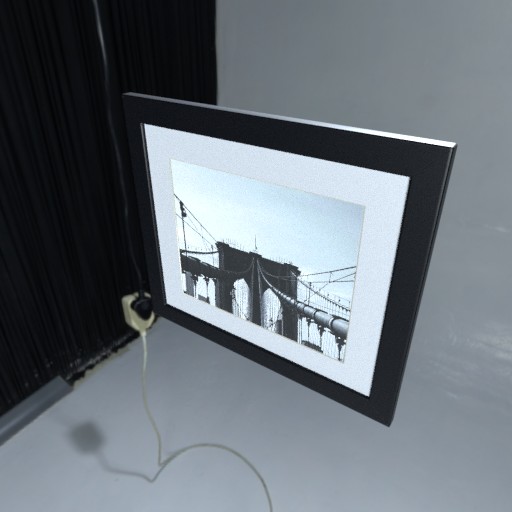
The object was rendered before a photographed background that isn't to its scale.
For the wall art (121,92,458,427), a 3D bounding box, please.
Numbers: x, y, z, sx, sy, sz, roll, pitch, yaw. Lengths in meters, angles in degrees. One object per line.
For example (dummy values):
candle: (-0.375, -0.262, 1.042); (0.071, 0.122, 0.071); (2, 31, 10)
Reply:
wall art: (0.000, 0.000, 0.718); (0.521, 0.450, 0.018); (19, 36, 29)
